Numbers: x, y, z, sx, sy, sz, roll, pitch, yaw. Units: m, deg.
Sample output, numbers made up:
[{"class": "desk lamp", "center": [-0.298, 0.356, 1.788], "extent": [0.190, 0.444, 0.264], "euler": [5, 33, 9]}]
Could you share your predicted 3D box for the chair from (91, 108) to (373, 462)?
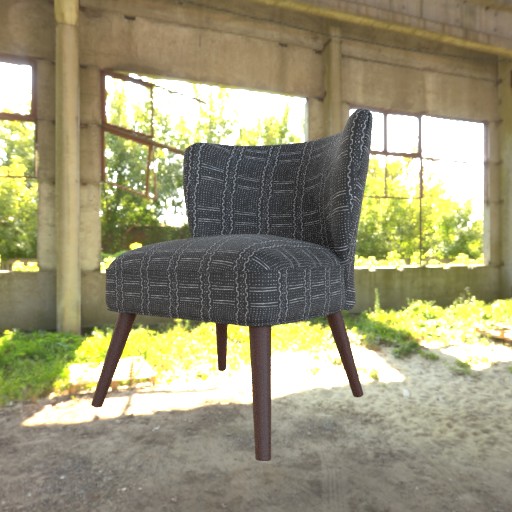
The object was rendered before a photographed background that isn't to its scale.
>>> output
[{"class": "chair", "center": [0.000, 0.000, 1.385], "extent": [0.710, 0.866, 0.758], "euler": [0, -1, 36]}]
